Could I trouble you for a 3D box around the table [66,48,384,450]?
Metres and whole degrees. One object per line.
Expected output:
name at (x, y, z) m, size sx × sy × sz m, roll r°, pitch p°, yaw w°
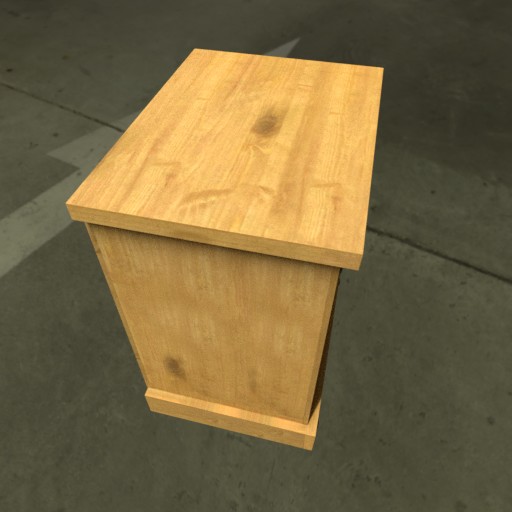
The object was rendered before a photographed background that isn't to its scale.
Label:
table at (0.000, 0.000, 1.221) m, size 0.500 × 0.813 × 0.660 m, roll 10°, pitch 48°, yaw 9°
